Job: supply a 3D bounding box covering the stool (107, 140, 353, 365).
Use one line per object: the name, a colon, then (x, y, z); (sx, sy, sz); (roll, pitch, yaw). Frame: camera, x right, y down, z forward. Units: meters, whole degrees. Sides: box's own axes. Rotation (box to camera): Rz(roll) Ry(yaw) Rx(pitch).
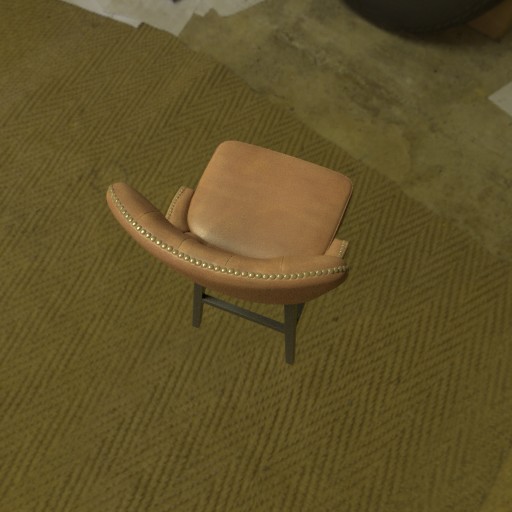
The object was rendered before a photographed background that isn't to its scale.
stool: (0.000, 0.000, 1.393); (0.528, 1.050, 0.601); (20, 66, 9)
